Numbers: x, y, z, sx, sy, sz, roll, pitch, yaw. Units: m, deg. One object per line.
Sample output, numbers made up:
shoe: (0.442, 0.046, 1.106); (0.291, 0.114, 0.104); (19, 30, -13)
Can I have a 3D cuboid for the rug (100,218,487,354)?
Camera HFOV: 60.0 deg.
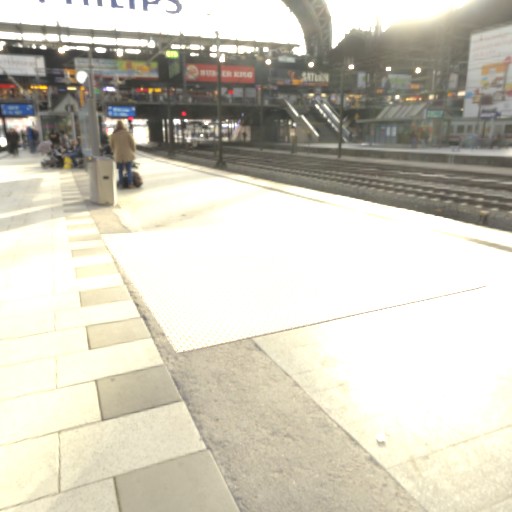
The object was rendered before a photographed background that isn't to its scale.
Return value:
rug: (0.000, 0.000, 3.932); (2.277, 0.035, 2.897); (-7, 17, -25)
